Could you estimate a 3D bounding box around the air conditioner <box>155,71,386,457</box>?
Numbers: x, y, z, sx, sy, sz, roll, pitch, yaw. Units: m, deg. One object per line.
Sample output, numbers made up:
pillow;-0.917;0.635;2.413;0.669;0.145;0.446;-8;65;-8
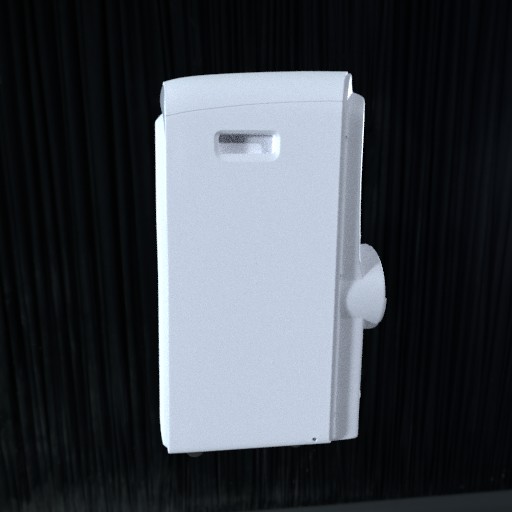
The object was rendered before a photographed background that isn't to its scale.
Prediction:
air conditioner;0.000;0.000;1.039;0.467;0.765;0.478;-2;14;-8
